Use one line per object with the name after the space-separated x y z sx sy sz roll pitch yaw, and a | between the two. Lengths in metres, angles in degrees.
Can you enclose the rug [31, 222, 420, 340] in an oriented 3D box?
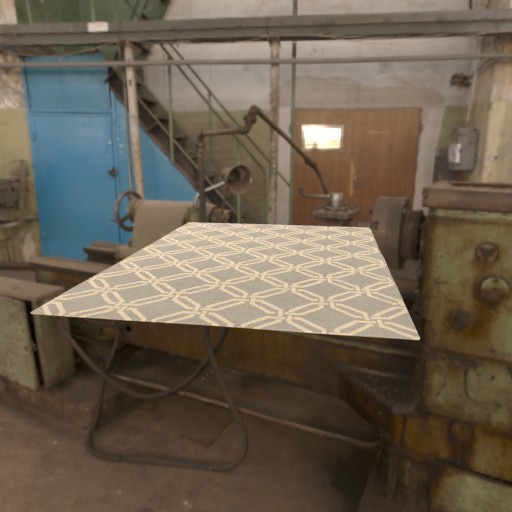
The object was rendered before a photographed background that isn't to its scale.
0.000 0.000 2.695 1.522 0.013 2.133 2 15 9 | rug
